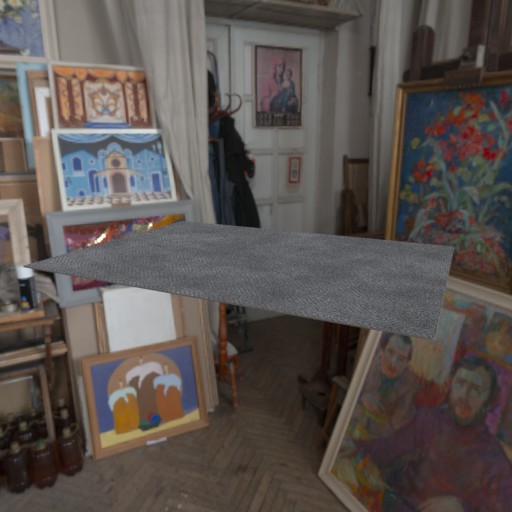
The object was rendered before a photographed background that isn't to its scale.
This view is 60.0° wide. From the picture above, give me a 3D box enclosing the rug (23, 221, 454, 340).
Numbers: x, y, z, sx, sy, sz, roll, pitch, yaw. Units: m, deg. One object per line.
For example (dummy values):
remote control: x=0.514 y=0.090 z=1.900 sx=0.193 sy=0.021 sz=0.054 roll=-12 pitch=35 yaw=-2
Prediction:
rug: x=0.000 y=0.000 z=2.800 sx=2.235 sy=0.008 sz=1.600 roll=7 pitch=16 yaw=25
